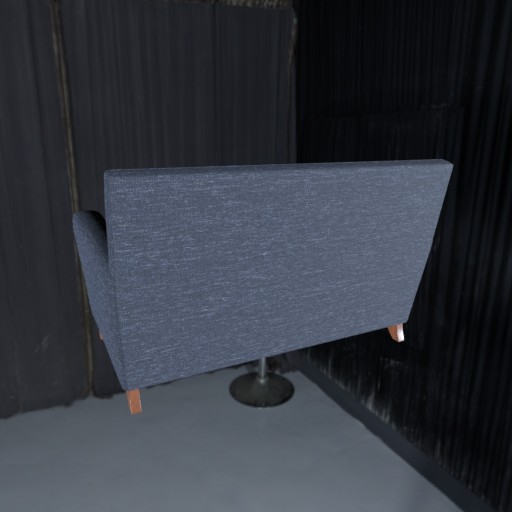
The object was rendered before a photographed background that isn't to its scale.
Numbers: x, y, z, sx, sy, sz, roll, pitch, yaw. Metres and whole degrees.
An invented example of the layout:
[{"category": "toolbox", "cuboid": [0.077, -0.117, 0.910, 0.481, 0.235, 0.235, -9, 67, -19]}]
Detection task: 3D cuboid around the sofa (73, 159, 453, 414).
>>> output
[{"category": "sofa", "cuboid": [0.000, 0.000, 1.971, 1.420, 0.846, 0.875, -8, 17, -26]}]
